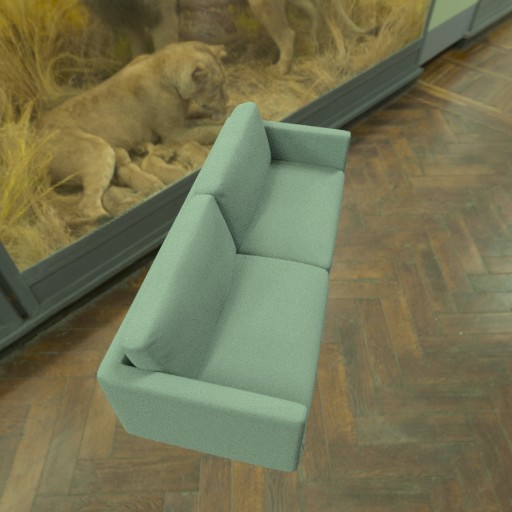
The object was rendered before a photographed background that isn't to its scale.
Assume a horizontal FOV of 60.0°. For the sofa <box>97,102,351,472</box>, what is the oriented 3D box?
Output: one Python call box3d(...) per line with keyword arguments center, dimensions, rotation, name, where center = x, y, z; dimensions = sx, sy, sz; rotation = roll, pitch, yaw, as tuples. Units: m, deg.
box3d(center=(0.000, 0.000, 2.747), dimensions=(0.951, 0.965, 2.208), rotation=(10, 49, 9), name="sofa")
